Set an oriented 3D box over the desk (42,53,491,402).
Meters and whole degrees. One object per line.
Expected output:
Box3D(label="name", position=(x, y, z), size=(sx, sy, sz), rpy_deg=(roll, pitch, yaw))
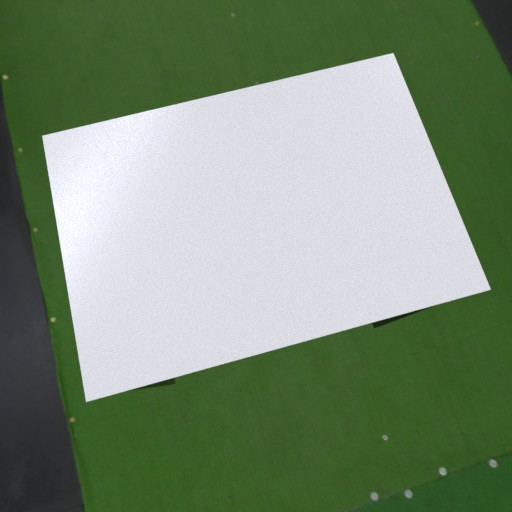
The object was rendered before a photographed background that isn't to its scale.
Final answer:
Box3D(label="desk", position=(0.000, 0.000, 1.294), size=(0.811, 0.766, 0.573), rpy_deg=(-15, 76, -4))
